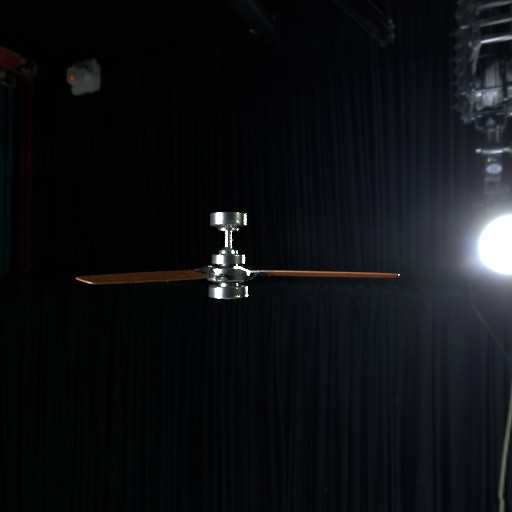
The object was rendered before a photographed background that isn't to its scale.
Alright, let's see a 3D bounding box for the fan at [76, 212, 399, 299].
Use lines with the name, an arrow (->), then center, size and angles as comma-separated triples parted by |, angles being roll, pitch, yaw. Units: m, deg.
fan -> 0.000, 0.000, 2.069 | 1.271, 0.410, 1.416 | 0, 0, 18
